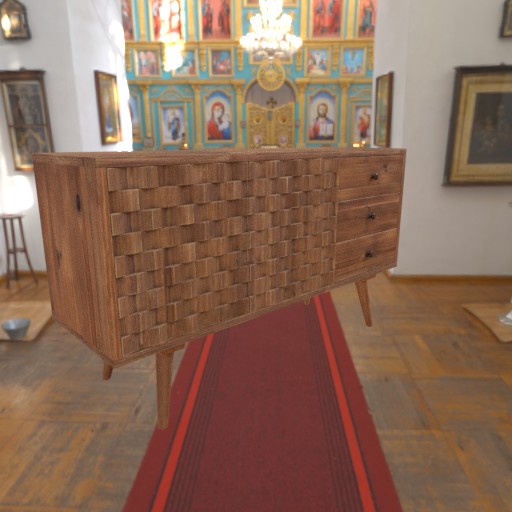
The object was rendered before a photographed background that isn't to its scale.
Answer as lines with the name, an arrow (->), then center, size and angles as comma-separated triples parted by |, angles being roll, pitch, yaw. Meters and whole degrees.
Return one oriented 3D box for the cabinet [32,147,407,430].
cabinet -> 0.000, 0.000, 1.726 | 1.400, 0.800, 0.472 | -13, 20, -41
